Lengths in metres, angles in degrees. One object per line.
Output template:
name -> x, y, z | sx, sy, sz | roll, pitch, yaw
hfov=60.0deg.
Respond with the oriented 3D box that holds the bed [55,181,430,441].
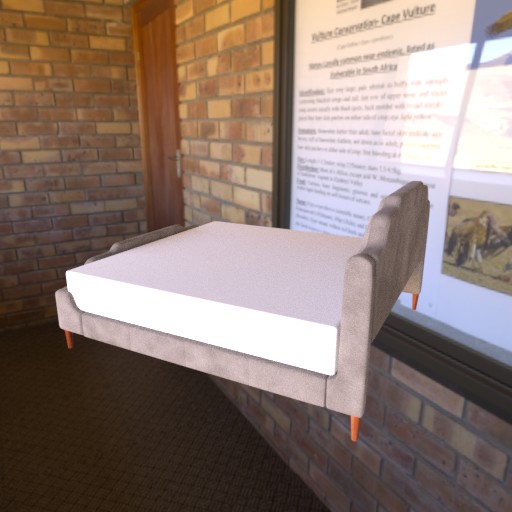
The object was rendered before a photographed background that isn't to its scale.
bed -> 0.000, 0.000, 3.582 | 2.340, 1.245, 2.074 | 8, 18, 26
